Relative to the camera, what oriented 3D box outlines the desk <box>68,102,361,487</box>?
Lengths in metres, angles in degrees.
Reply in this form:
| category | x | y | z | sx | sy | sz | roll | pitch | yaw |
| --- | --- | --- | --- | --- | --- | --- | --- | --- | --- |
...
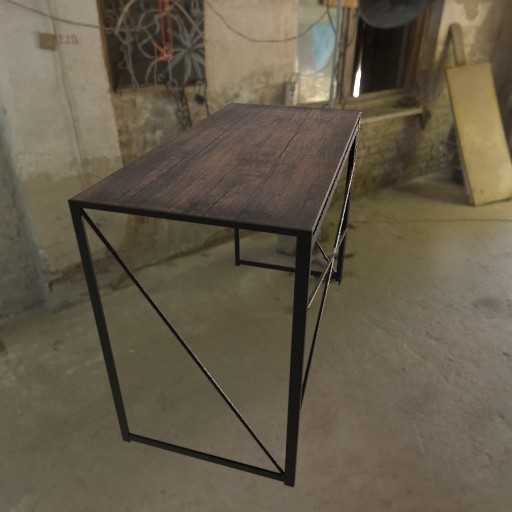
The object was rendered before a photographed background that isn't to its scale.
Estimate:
| category | x | y | z | sx | sy | sz | roll | pitch | yaw |
| --- | --- | --- | --- | --- | --- | --- | --- | --- | --- |
| desk | 0.000 | 0.000 | 1.450 | 0.505 | 0.747 | 1.015 | 8 | 31 | 14 |
